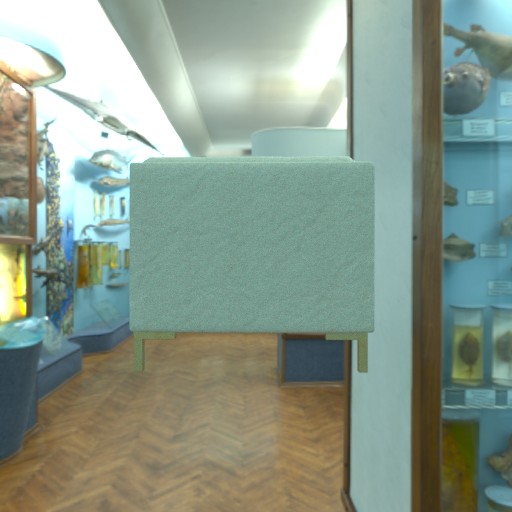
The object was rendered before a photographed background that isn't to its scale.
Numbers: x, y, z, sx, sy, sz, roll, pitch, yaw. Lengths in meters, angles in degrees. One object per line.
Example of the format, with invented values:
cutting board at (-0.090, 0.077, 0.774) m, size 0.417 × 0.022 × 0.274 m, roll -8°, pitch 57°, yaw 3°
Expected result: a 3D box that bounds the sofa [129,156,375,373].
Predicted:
sofa at (0.000, 0.000, 2.410) m, size 0.796 × 0.705 × 2.102 m, roll 0°, pitch 1°, yaw 1°
